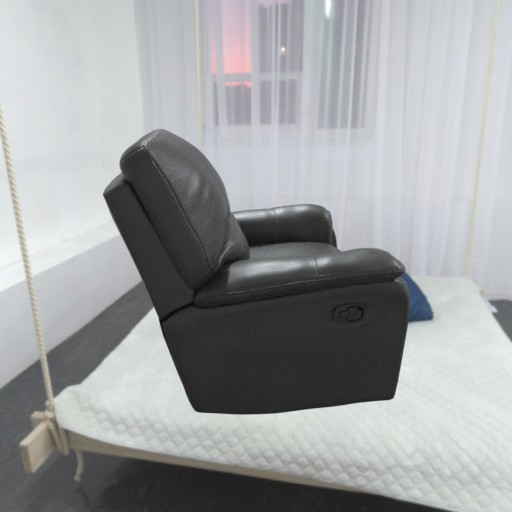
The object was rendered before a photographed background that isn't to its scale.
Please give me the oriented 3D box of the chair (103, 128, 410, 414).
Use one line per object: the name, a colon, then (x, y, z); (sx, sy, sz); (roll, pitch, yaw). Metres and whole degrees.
chair: (0.000, 0.000, 2.007); (1.087, 1.109, 1.096); (-2, 18, -8)
